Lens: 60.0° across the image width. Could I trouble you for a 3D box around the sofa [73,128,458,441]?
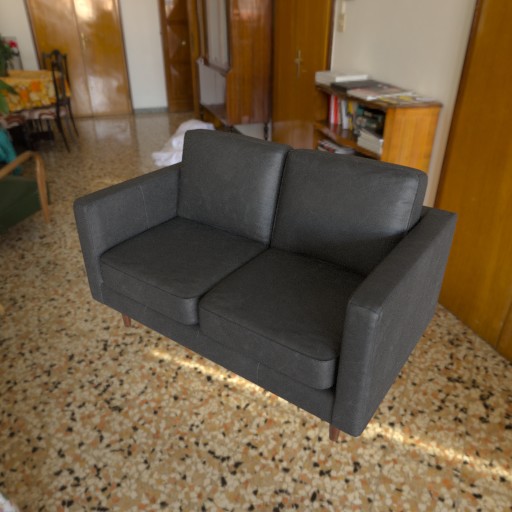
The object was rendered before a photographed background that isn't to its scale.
[{"bbox_3d":[0.000,0.000,1.991,1.430,0.899,0.879,19,34,31],"label":"sofa"}]
